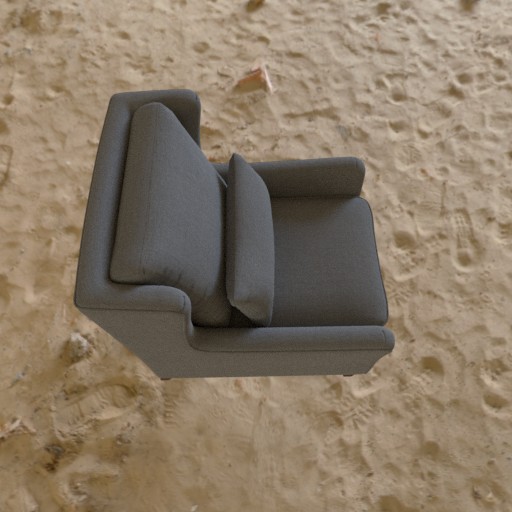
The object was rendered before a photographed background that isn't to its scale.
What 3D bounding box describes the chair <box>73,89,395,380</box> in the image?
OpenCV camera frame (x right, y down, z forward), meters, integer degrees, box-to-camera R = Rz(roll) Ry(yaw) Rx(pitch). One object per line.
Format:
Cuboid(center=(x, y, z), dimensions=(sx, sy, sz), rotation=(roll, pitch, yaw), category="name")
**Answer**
Cuboid(center=(0.000, 0.000, 1.822), dimensions=(1.040, 1.056, 0.866), rotation=(-1, 62, -1), category="chair")
